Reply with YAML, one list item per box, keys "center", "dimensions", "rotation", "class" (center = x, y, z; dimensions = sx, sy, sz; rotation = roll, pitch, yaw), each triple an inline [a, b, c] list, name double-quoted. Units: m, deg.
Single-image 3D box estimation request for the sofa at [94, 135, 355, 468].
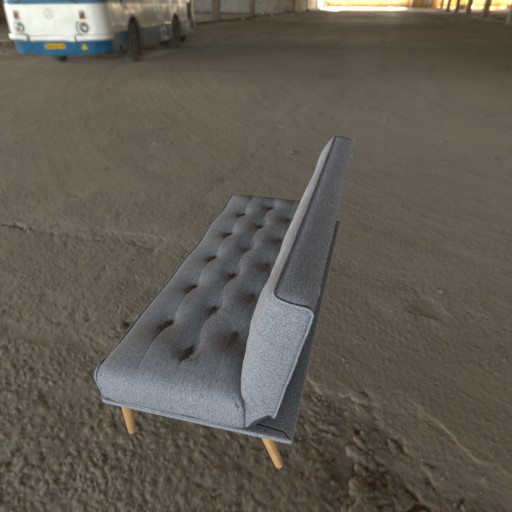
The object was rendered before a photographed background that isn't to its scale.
- center: [0.000, 0.000, 2.291]
  dimensions: [0.810, 0.830, 1.820]
  rotation: [7, 31, 13]
  class: "sofa"
